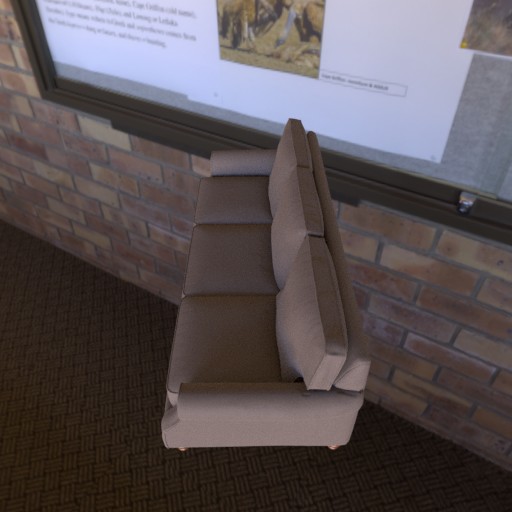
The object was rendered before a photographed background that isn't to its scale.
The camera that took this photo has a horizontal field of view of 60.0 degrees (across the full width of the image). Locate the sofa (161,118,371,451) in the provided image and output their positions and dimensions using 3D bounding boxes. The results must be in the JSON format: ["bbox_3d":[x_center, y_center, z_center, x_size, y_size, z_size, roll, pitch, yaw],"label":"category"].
[{"bbox_3d":[0.000,0.000,2.864,0.966,0.948,2.353,0,41,0],"label":"sofa"}]
